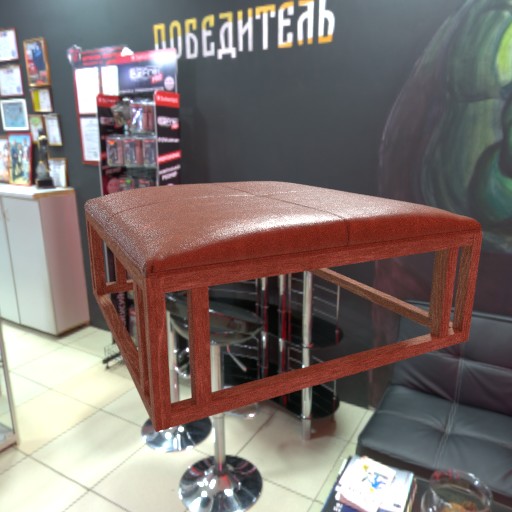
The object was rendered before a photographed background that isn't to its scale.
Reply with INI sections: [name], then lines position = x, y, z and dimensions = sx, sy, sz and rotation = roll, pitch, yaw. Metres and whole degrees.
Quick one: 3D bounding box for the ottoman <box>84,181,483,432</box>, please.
[ottoman]
position = 0.000, 0.000, 1.574
dimensions = 1.013, 0.442, 1.016
rotation = -7, 17, -26
